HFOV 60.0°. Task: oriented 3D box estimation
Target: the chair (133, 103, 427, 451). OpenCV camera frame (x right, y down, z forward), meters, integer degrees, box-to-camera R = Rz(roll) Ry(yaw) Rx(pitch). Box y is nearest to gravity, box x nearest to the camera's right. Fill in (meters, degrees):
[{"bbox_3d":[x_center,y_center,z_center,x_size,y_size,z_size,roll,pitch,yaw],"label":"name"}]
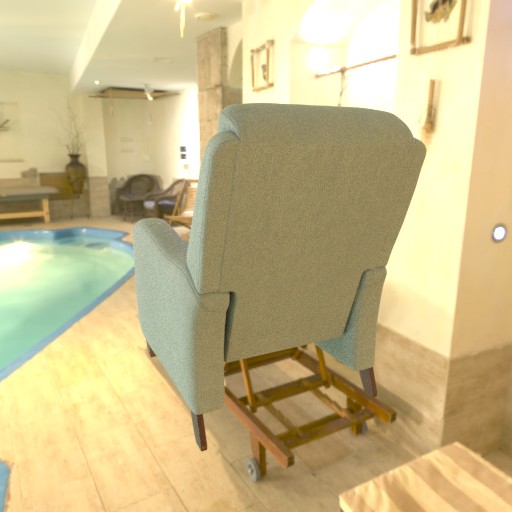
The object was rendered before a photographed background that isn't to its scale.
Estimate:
[{"bbox_3d":[0.000,0.000,1.740,0.785,1.067,0.988,-7,15,-26],"label":"chair"}]
